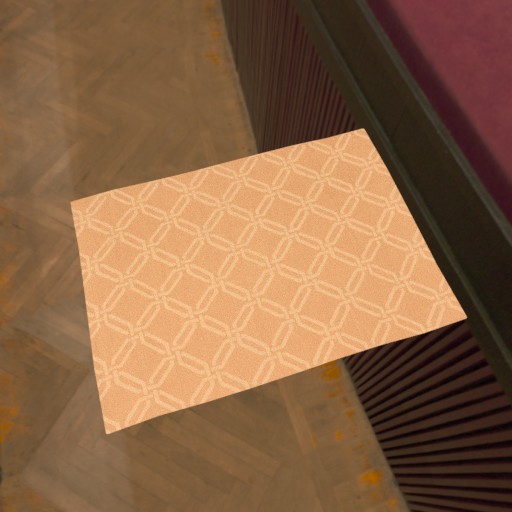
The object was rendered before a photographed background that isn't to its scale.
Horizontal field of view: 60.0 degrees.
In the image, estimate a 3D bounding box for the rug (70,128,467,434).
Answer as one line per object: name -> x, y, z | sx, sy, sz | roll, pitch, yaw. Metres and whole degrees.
rug -> 0.000, 0.000, 2.770 | 2.135, 0.013, 1.524 | -16, 65, -8
